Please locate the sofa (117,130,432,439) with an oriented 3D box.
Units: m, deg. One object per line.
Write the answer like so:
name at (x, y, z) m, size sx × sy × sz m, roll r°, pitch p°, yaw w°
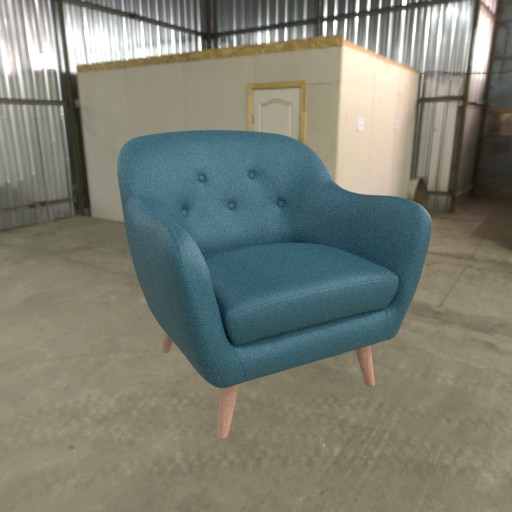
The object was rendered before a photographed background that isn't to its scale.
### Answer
sofa at (0.000, 0.000, 1.526) m, size 0.836 × 0.817 × 0.825 m, roll -9°, pitch 19°, yaw -27°
